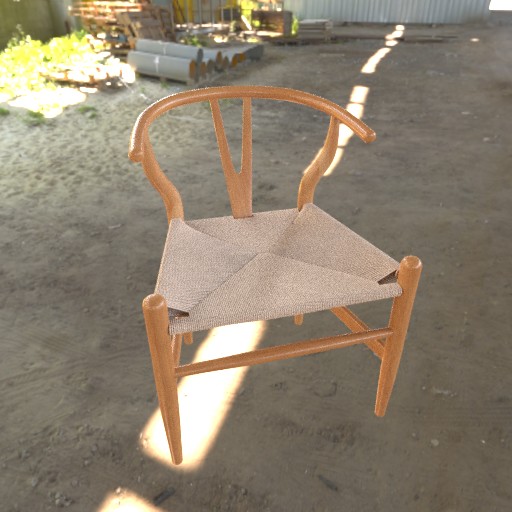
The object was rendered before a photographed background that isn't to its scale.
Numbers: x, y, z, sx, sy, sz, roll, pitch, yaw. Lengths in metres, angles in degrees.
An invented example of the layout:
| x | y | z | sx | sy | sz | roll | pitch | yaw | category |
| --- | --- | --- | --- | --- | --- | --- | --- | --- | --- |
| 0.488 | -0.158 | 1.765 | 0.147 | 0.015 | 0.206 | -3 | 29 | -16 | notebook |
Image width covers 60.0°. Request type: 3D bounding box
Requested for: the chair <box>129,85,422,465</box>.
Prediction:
| x | y | z | sx | sy | sz | roll | pitch | yaw | category |
| --- | --- | --- | --- | --- | --- | --- | --- | --- | --- |
| 0.000 | 0.000 | 1.135 | 0.569 | 0.730 | 0.579 | -8 | 32 | -13 | chair |
